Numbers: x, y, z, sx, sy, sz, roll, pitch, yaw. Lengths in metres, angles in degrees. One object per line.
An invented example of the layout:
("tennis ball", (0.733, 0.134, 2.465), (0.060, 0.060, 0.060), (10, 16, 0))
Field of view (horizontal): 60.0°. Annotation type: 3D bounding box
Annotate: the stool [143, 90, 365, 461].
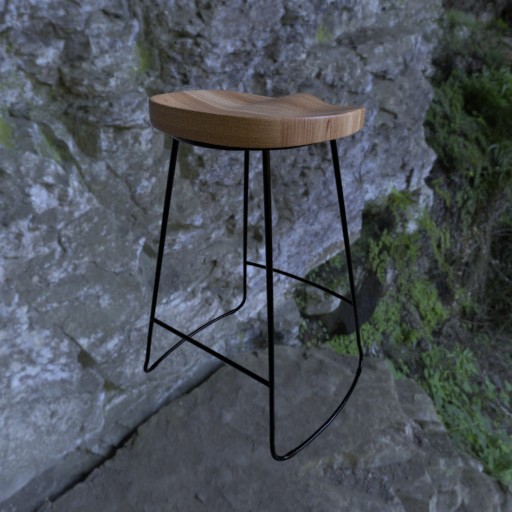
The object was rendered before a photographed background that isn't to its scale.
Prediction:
("stool", (0.000, 0.000, 0.993), (0.480, 0.679, 0.401), (20, 34, 33))
